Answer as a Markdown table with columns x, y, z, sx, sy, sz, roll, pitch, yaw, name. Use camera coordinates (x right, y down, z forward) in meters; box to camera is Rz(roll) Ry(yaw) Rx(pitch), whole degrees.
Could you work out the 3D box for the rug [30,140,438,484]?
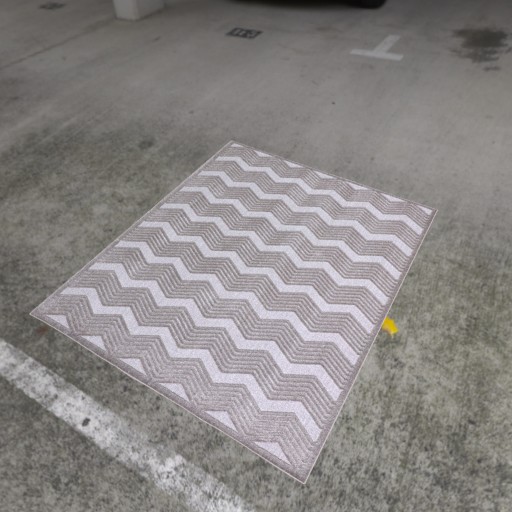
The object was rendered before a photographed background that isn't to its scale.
| x | y | z | sx | sy | sz | roll | pitch | yaw | name |
| --- | --- | --- | --- | --- | --- | --- | --- | --- | --- |
| 0.000 | 0.000 | 3.875 | 2.391 | 0.005 | 2.880 | 24 | 51 | 21 | rug |
